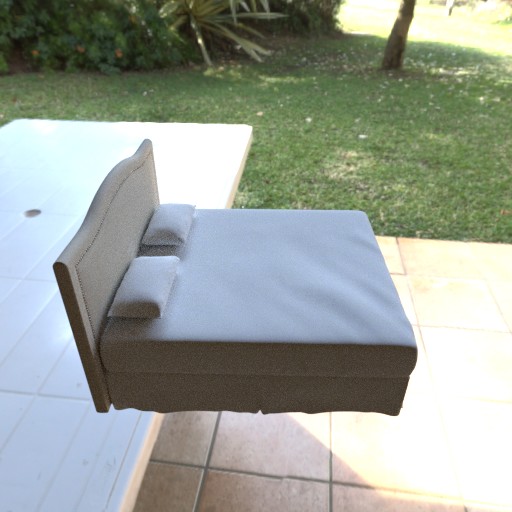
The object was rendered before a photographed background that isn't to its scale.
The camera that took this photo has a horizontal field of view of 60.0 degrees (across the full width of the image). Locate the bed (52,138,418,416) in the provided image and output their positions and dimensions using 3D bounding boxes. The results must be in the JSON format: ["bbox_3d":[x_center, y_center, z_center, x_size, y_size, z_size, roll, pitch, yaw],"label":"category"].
[{"bbox_3d":[0.000,0.000,3.574,2.182,1.421,2.083,1,33,1],"label":"bed"}]
